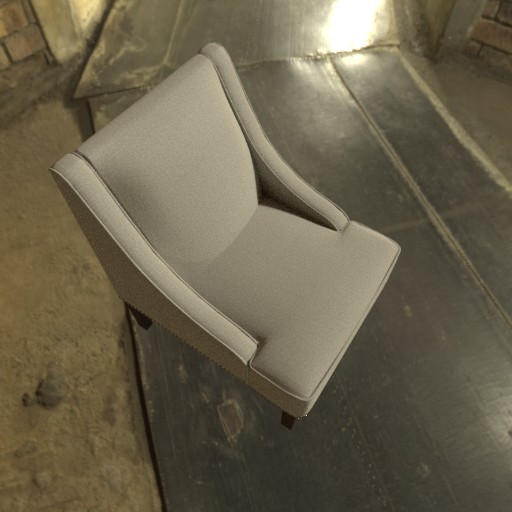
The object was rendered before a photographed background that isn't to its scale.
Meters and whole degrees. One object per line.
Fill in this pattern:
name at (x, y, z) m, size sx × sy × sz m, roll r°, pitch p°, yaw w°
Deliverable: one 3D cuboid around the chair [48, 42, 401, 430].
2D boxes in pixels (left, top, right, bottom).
chair at (0.000, 0.000, 1.364) m, size 0.737 × 0.864 × 0.610 m, roll 30°, pitch 62°, yaw 18°
